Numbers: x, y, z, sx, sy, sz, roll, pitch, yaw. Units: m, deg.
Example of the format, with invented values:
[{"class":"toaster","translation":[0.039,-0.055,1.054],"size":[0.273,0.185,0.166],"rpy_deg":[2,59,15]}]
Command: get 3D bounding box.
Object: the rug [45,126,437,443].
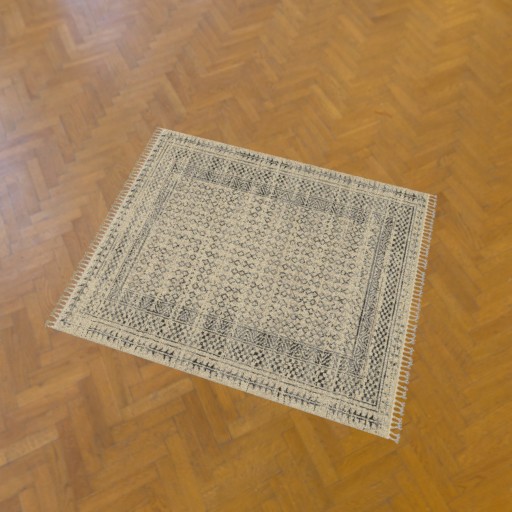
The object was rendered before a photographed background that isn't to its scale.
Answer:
[{"class":"rug","translation":[0.000,0.000,3.936],"size":[2.940,0.013,2.312],"rpy_deg":[16,63,8]}]
